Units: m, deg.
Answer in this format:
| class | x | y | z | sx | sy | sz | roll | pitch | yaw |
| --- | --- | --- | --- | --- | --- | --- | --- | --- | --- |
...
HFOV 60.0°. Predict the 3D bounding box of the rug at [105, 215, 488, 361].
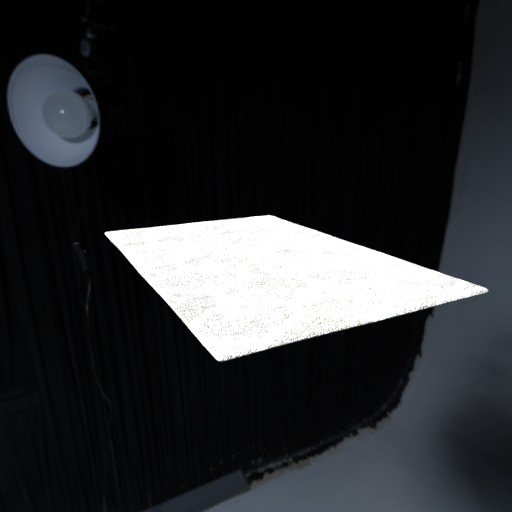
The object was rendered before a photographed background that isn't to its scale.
| class | x | y | z | sx | sy | sz | roll | pitch | yaw |
| --- | --- | --- | --- | --- | --- | --- | --- | --- | --- |
| rug | 0.000 | 0.000 | 3.439 | 1.801 | 0.026 | 2.701 | -8 | 18 | -27 |
